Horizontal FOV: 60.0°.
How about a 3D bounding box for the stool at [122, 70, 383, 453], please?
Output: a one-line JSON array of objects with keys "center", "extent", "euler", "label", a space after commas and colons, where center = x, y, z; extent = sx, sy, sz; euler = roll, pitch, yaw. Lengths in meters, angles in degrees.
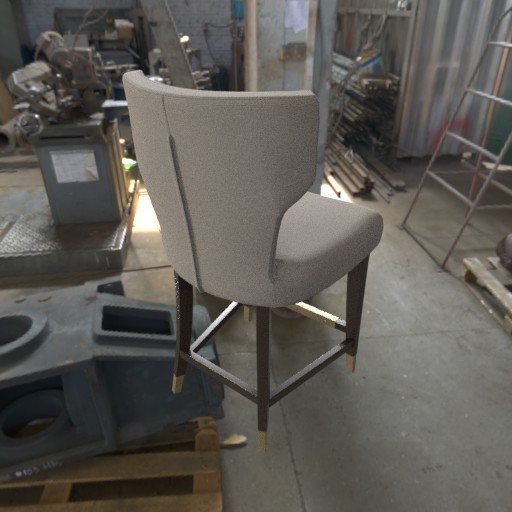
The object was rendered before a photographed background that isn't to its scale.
[{"center": [0.000, 0.000, 1.263], "extent": [0.527, 0.982, 0.563], "euler": [21, 36, 32], "label": "stool"}]
